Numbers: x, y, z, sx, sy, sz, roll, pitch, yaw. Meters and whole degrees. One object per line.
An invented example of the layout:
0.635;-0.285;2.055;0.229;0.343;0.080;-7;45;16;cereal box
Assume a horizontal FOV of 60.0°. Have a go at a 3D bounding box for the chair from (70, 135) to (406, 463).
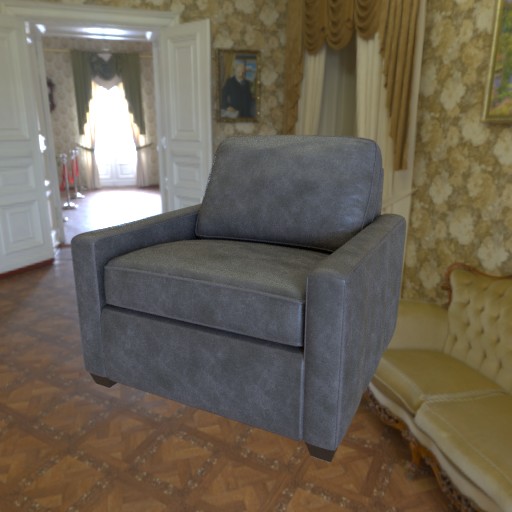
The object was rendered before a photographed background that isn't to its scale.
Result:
0.000;0.000;1.743;1.006;0.916;0.939;8;17;26;chair
